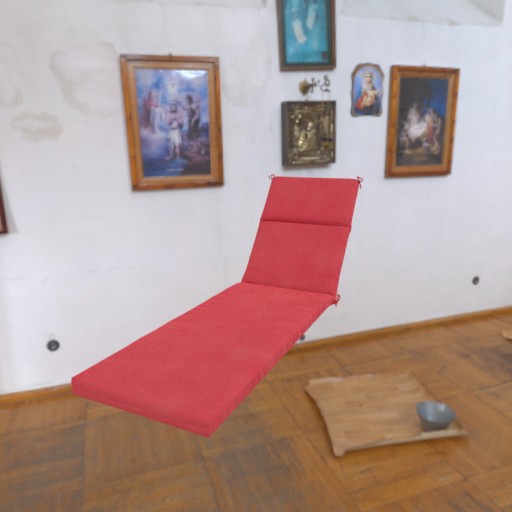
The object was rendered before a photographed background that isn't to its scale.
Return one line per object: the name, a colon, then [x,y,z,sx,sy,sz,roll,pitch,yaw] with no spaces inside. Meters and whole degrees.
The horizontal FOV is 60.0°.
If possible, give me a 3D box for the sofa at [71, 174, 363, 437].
sofa: [0.000,0.000,1.955,0.582,0.622,1.663,7,15,25]
